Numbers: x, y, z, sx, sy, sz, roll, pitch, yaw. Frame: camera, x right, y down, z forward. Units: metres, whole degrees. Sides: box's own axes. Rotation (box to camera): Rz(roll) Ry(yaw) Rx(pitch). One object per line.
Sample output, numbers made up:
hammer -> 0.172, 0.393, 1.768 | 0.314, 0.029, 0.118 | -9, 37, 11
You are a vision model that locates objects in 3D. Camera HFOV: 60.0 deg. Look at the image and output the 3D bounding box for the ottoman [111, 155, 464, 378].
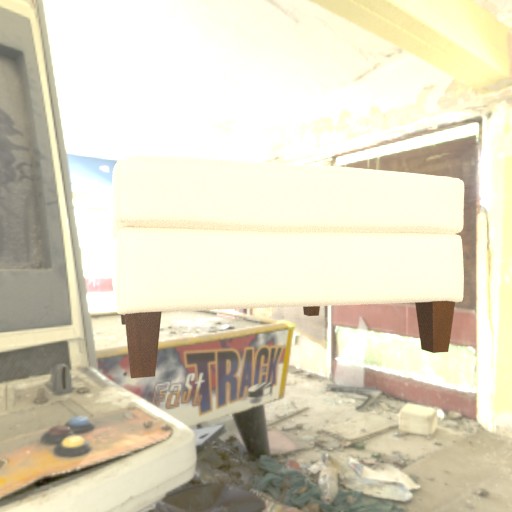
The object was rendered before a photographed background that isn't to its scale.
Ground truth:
ottoman -> 0.000, 0.000, 1.350 | 0.838, 0.479, 0.838 | 0, 0, -18
